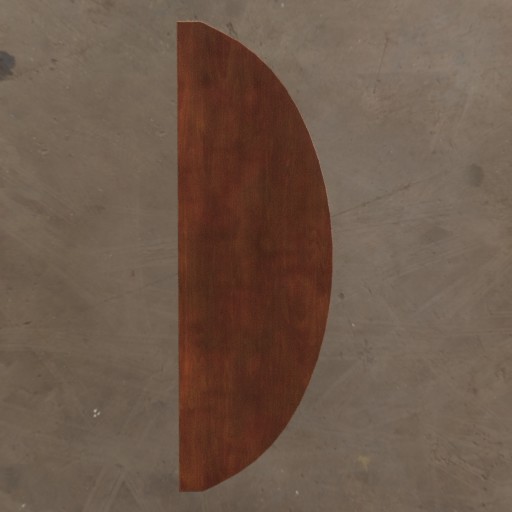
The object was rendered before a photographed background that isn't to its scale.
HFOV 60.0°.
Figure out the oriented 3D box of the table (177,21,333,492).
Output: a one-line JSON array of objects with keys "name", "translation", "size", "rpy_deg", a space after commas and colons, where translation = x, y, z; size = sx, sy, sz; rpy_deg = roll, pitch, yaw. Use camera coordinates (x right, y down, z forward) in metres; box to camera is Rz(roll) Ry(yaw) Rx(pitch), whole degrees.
[{"name": "table", "translation": [0.000, 0.000, 1.473], "size": [0.394, 0.699, 1.198], "rpy_deg": [0, 92, 0]}]
